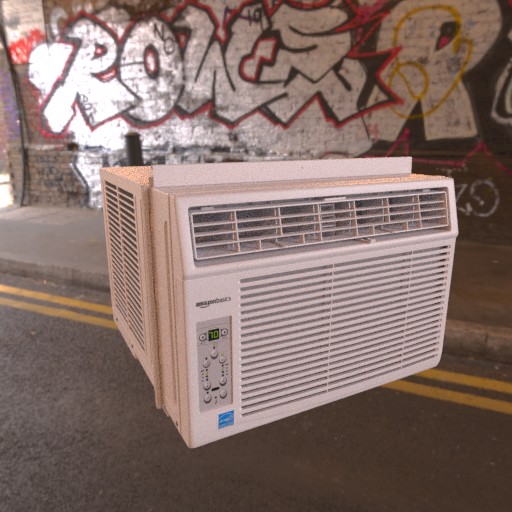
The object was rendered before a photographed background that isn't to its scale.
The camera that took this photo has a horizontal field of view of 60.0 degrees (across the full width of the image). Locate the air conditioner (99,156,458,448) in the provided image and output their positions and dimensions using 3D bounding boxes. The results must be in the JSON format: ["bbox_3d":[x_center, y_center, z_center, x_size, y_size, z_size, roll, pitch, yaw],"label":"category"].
[{"bbox_3d":[0.000,0.000,0.882,0.503,0.388,0.546,-8,17,-27],"label":"air conditioner"}]
